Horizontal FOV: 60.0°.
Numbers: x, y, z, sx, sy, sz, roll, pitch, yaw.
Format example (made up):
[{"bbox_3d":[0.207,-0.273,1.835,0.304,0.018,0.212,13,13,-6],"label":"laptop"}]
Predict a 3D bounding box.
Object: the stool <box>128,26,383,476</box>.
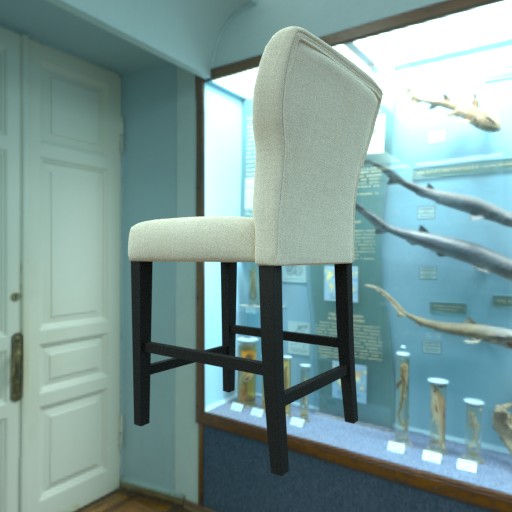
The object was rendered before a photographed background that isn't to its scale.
[{"bbox_3d":[0.000,0.000,1.268,0.603,0.972,0.514,0,0,37],"label":"stool"}]
